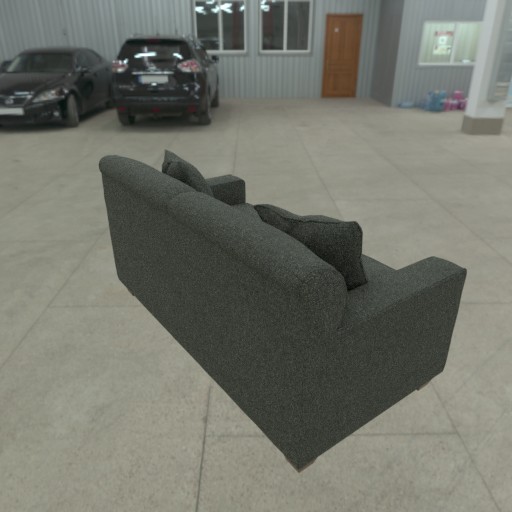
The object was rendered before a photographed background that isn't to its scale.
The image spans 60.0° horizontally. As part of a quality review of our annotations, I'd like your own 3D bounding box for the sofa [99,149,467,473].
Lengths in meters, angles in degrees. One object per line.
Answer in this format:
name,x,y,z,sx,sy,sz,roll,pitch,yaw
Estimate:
sofa,0.000,0.000,2.389,0.998,0.958,1.846,-18,31,-32
